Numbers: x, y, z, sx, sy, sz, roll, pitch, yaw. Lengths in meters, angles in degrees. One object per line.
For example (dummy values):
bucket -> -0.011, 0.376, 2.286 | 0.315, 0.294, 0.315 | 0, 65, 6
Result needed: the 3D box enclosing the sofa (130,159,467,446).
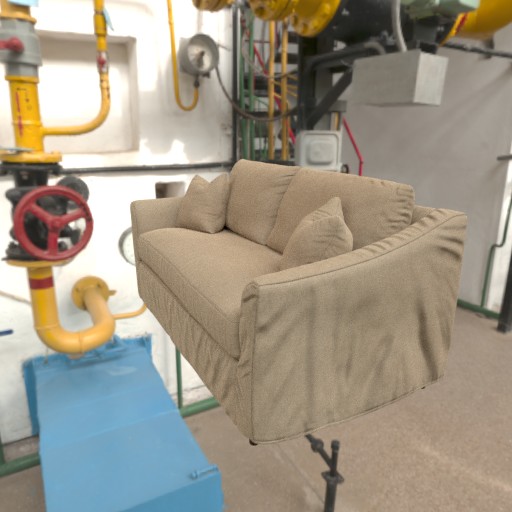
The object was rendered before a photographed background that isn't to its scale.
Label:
sofa -> 0.000, 0.000, 2.618 | 1.072, 1.018, 2.010 | -8, 18, -26
